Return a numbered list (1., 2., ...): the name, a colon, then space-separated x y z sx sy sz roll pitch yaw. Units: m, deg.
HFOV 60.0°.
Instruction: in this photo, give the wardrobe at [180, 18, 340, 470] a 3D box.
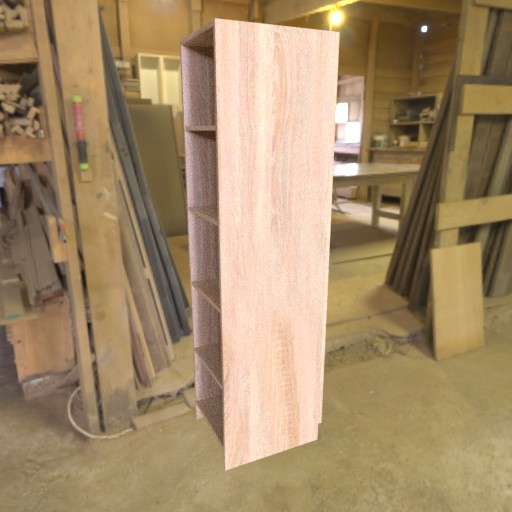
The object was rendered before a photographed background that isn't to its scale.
1. wardrobe: 0.000 0.000 2.347 0.588 2.117 0.496 -7 17 -24
